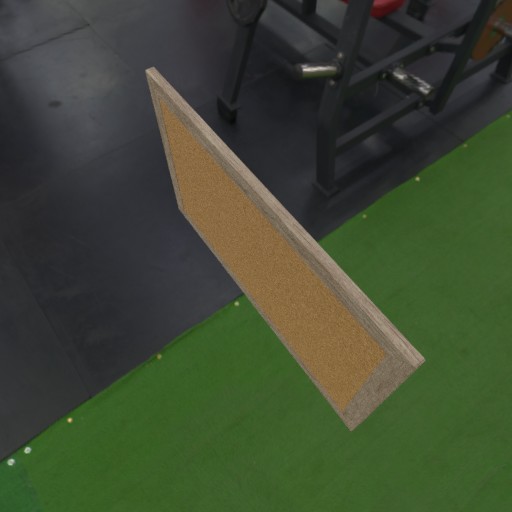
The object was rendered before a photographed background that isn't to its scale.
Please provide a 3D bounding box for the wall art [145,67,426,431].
[{"bbox_3d":[0.000,0.000,0.975,0.021,0.480,0.780,-31,64,-17],"label":"wall art"}]
